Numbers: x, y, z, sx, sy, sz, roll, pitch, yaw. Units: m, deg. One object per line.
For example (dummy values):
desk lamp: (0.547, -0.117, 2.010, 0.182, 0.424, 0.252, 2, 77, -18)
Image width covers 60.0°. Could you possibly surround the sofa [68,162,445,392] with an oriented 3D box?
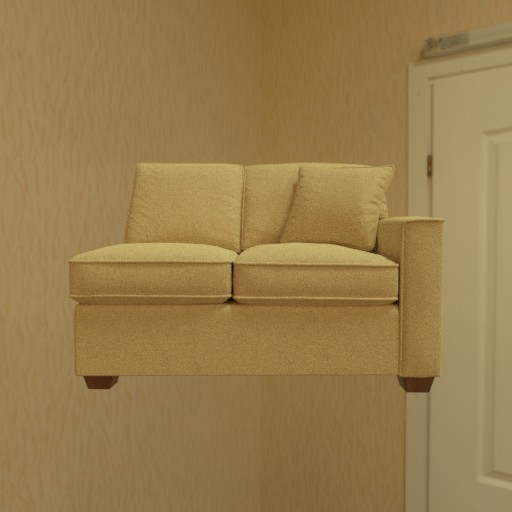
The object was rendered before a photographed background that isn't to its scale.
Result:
sofa: (0.000, 0.000, 2.076, 1.388, 0.989, 0.991, 0, 2, 1)
